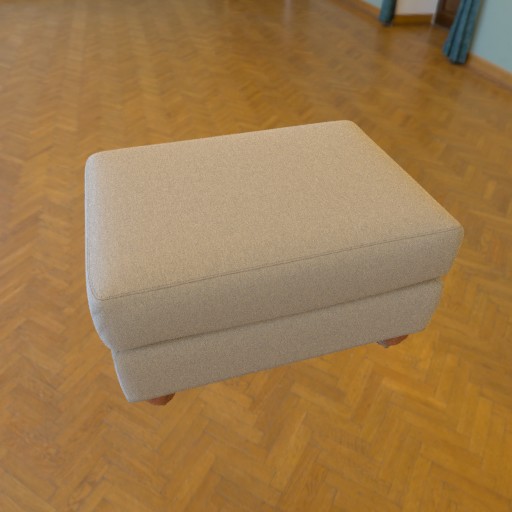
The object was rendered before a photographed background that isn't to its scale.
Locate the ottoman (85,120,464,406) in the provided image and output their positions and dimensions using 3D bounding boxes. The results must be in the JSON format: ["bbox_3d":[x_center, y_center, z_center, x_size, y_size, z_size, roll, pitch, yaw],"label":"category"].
[{"bbox_3d":[0.000,0.000,1.152,0.773,0.497,0.574,-11,42,-12],"label":"ottoman"}]
